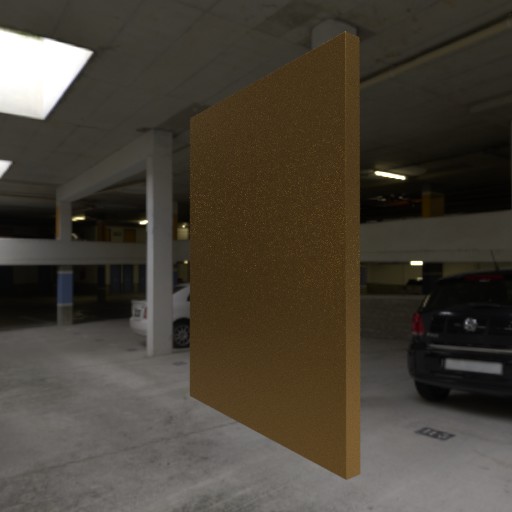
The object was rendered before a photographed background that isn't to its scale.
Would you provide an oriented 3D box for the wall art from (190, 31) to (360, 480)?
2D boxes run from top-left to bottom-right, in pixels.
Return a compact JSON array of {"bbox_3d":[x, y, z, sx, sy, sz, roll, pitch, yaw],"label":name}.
[{"bbox_3d":[0.000,0.000,1.060,0.038,0.812,0.610,0,-1,-36],"label":"wall art"}]
